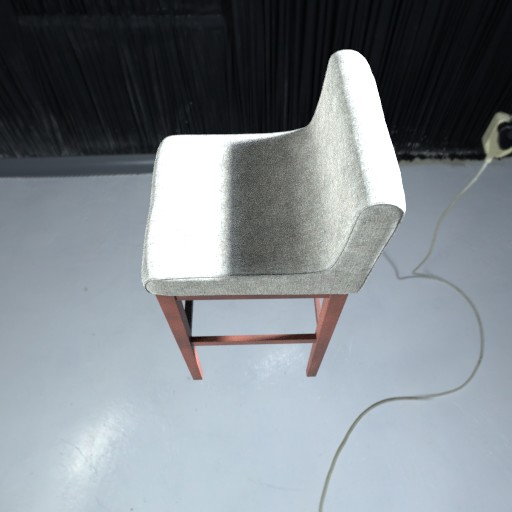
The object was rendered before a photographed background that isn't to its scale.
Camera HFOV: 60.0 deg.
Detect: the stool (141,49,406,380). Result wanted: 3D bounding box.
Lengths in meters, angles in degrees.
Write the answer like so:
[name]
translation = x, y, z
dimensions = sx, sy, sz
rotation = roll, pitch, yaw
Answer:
[stool]
translation = 0.000, 0.000, 1.220
dimensions = 0.499, 0.965, 0.426
rotation = -1, 57, -1
